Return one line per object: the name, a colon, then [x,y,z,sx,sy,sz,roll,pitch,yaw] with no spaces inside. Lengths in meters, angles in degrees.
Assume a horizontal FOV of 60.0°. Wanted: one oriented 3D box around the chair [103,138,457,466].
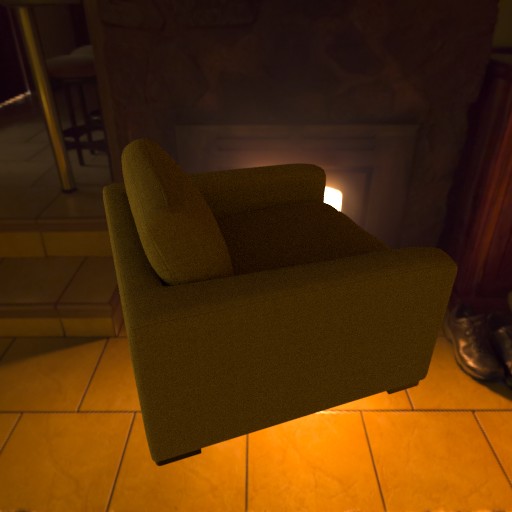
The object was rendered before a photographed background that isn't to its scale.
chair: [0.000,0.000,1.819,1.100,0.847,1.070,-10,32,-17]
